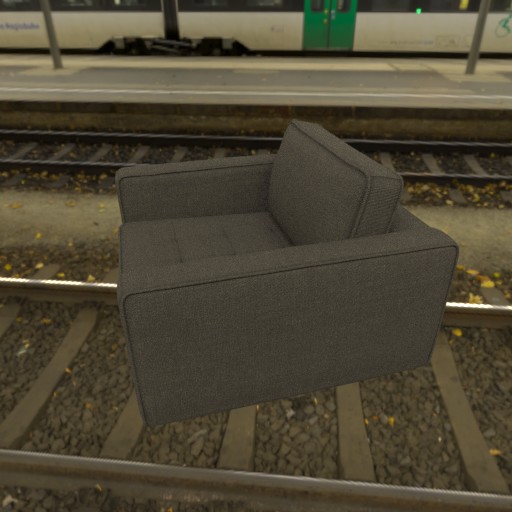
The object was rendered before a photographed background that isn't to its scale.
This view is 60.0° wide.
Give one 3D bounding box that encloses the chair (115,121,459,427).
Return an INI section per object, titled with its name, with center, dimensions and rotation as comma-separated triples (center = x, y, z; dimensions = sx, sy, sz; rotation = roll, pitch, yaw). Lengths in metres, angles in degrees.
[chair]
center = 0.000, 0.000, 1.548
dimensions = 0.919, 0.770, 0.899
rotation = -8, 31, -13
